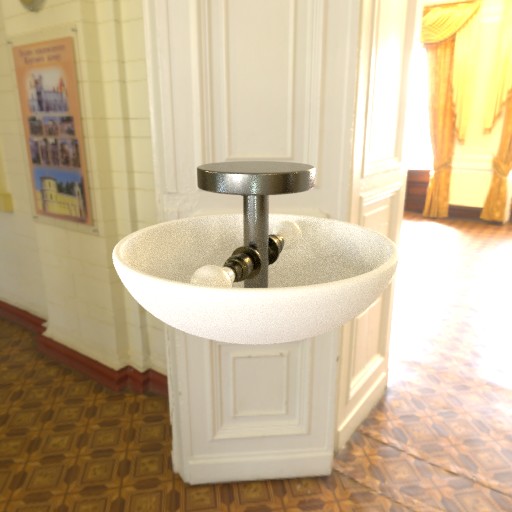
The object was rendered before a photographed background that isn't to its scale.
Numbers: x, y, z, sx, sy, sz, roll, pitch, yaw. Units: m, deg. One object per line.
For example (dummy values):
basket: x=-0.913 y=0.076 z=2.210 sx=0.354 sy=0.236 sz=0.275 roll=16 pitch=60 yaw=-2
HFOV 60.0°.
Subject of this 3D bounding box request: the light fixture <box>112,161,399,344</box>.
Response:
light fixture: x=0.000 y=0.000 z=0.538 sx=0.330 sy=0.214 sz=0.330 roll=0 pitch=17 yaw=0
